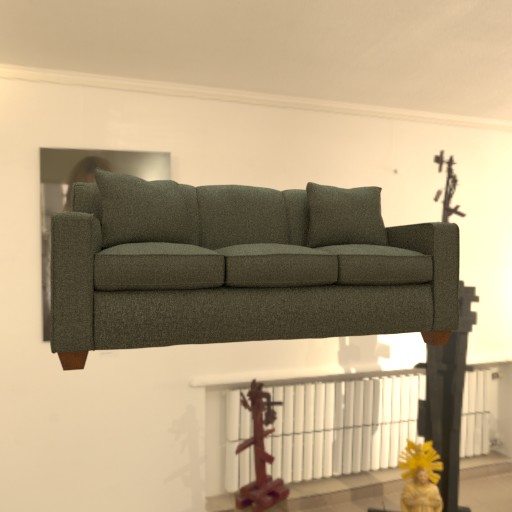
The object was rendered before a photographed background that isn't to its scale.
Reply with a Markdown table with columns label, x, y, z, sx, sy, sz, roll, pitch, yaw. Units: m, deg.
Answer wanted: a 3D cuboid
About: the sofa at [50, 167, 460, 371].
| label | x | y | z | sx | sy | sz | roll | pitch | yaw |
| --- | --- | --- | --- | --- | --- | --- | --- | --- | --- |
| sofa | 0.000 | 0.000 | 2.508 | 2.024 | 0.958 | 0.997 | 0 | 0 | -17 |
